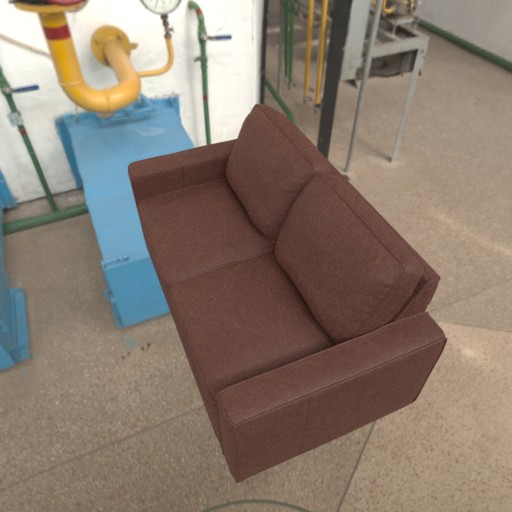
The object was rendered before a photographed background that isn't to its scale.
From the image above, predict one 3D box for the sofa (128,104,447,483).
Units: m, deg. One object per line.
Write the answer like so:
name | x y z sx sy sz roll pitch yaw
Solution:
sofa | 0.000 0.000 2.241 0.947 0.918 1.709 -17 48 -16
